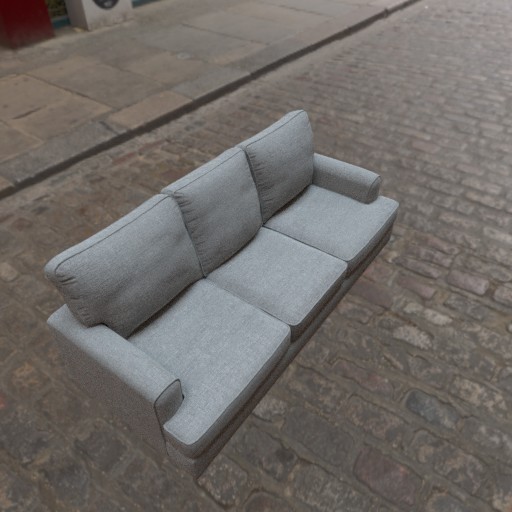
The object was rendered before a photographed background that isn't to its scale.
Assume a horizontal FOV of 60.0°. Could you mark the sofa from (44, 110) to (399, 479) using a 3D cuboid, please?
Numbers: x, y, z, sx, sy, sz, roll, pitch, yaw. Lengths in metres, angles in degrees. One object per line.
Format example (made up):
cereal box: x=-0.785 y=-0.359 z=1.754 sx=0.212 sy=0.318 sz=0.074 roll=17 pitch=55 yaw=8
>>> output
sofa: x=0.000 y=0.000 z=2.604 sx=0.951 sy=0.965 sz=2.158 roll=26 pitch=47 yaw=26
